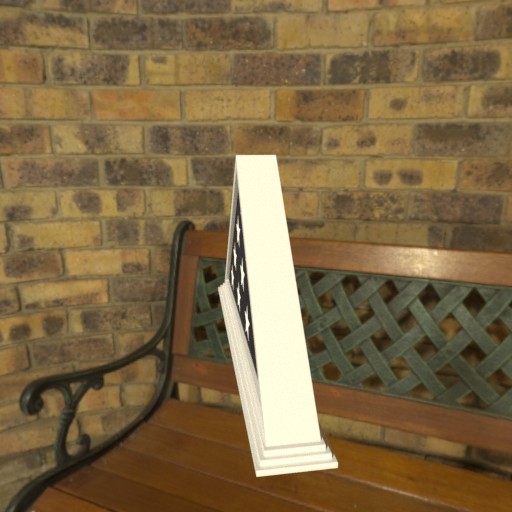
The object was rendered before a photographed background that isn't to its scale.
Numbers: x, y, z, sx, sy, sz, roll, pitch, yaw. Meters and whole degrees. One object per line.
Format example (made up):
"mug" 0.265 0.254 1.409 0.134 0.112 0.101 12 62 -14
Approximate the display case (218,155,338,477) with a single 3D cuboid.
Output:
"display case" 0.000 0.000 0.766 0.095 0.340 0.640 -2 15 -8
